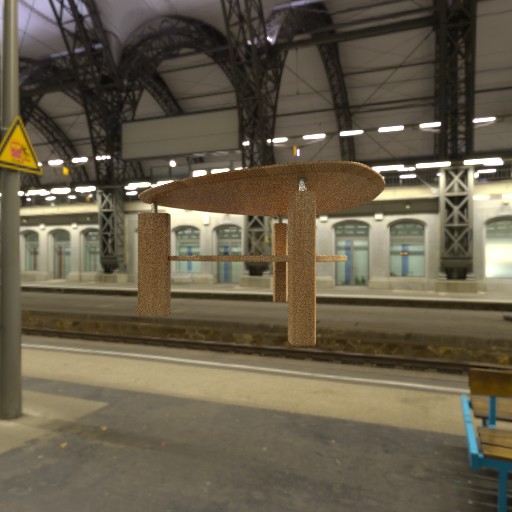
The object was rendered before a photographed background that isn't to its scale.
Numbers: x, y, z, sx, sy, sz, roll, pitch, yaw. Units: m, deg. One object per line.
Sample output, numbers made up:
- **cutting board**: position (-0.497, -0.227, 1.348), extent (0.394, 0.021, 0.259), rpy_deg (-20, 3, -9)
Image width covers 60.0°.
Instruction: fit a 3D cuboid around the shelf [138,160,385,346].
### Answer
- **shelf**: position (0.000, 0.000, 1.641), extent (0.863, 0.439, 1.240), rpy_deg (0, 0, 0)
